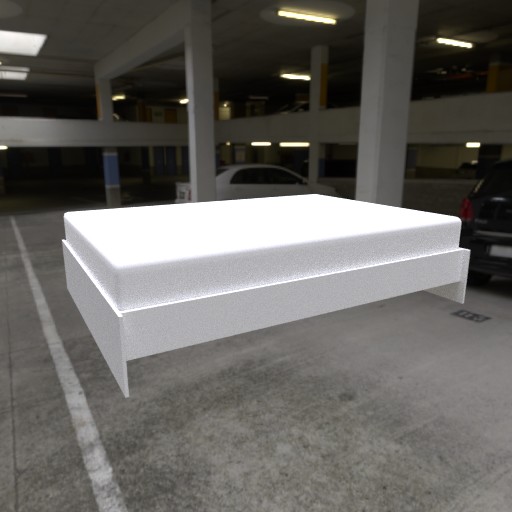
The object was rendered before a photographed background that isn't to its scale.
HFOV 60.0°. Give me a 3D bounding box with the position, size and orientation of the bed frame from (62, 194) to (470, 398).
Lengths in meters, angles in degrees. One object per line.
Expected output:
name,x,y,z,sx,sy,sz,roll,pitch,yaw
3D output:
bed frame,0.000,0.000,2.637,1.945,0.497,1.445,-8,17,-29
